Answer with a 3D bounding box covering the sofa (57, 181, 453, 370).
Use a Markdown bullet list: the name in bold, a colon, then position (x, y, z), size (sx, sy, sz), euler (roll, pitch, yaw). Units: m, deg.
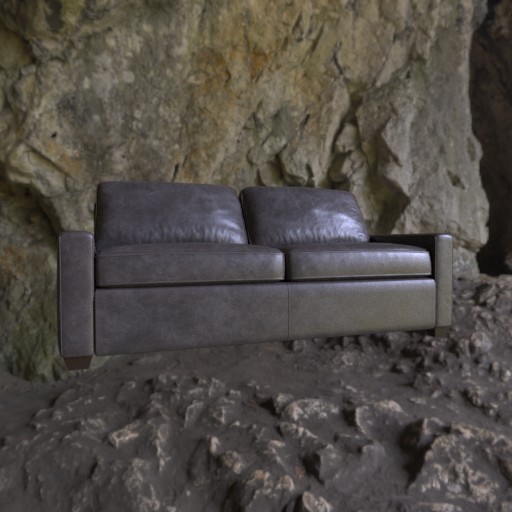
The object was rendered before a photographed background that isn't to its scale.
- **sofa**: position (0.000, 0.000, 2.597), size (2.081, 0.916, 0.939), euler (-1, 2, -20)
